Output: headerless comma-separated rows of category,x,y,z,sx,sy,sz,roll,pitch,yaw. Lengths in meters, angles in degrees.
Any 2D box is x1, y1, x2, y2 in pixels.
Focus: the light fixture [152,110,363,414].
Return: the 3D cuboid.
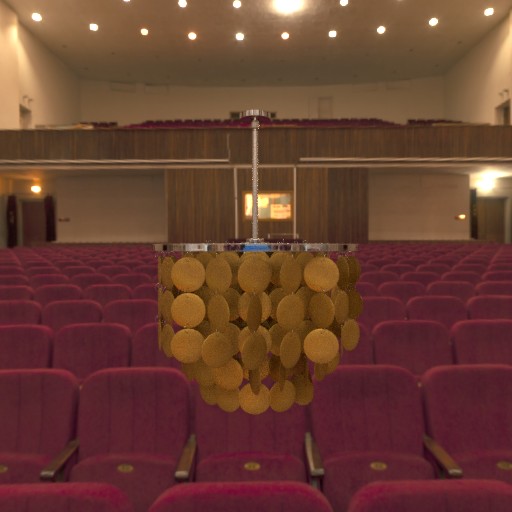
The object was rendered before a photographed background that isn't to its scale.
light fixture,0.000,0.000,0.770,0.368,0.492,0.368,0,1,0
